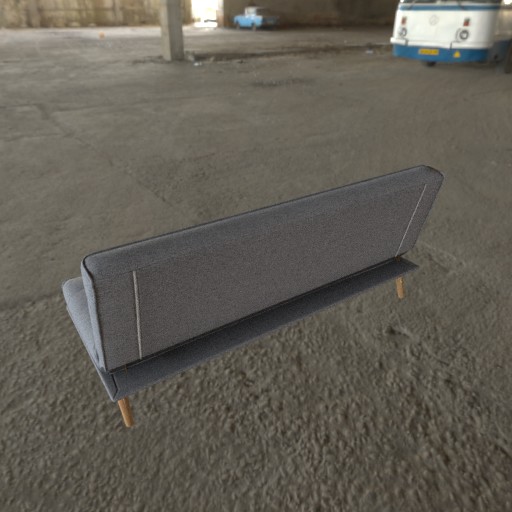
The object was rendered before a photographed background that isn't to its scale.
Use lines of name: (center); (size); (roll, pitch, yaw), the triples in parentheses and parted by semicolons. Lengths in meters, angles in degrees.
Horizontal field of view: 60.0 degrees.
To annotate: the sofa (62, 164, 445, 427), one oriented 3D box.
sofa: (0.000, 0.000, 2.324); (1.820, 0.830, 0.810); (-18, 34, -29)
